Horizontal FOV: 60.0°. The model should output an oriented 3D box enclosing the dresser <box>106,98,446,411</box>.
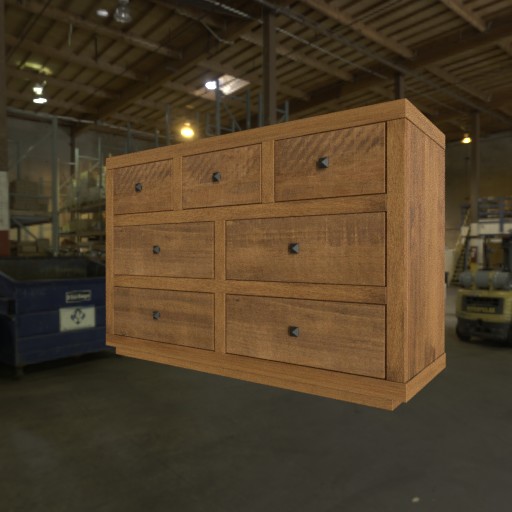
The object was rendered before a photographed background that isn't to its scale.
[{"bbox_3d":[0.000,0.000,1.688,1.261,0.825,0.479,0,0,35],"label":"dresser"}]
